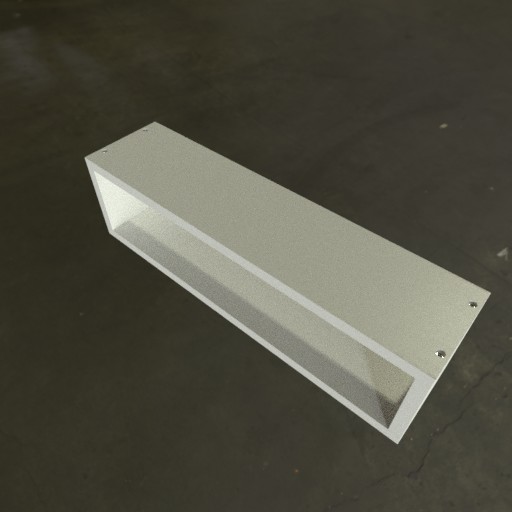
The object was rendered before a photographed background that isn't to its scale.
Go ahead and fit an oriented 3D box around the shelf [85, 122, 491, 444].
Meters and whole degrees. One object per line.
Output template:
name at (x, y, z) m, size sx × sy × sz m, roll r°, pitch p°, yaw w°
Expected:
shelf at (0.000, 0.000, 0.687) m, size 0.610 × 0.170 × 0.150 m, roll 32°, pitch 54°, yaw 27°
